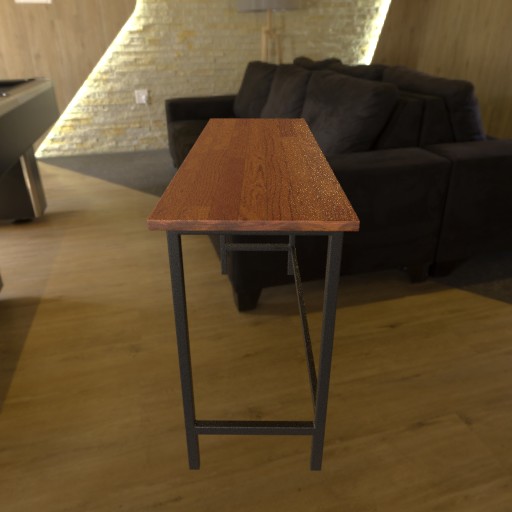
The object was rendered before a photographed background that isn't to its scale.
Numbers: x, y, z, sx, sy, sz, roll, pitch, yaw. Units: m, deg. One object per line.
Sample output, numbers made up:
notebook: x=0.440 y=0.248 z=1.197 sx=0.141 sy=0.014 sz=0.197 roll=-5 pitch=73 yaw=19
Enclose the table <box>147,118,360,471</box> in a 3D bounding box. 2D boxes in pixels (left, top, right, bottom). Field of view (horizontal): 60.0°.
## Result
table: x=0.000 y=0.000 z=1.547 sx=0.408 sy=0.740 sz=1.204 roll=0 pitch=26 yaw=0
